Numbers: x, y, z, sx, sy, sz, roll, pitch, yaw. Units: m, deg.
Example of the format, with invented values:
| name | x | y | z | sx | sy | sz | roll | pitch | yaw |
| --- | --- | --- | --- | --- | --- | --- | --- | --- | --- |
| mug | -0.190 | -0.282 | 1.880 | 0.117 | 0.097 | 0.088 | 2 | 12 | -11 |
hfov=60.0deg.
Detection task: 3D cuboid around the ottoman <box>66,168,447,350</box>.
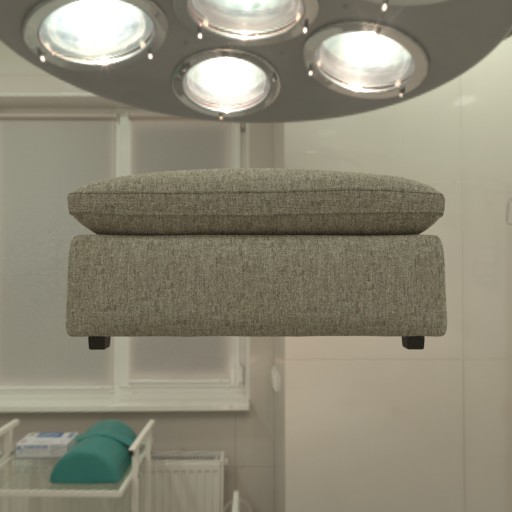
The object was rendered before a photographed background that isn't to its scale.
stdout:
| name | x | y | z | sx | sy | sz | roll | pitch | yaw |
| --- | --- | --- | --- | --- | --- | --- | --- | --- | --- |
| ottoman | 0.000 | 0.000 | 1.653 | 1.039 | 0.526 | 1.035 | 0 | -1 | 0 |
